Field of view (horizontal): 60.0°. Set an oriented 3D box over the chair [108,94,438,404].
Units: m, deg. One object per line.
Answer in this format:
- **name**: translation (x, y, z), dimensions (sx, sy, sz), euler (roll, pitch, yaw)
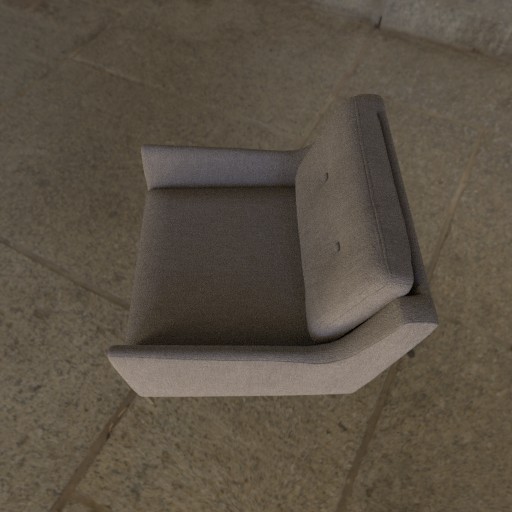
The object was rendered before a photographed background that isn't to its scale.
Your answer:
- **chair**: translation (0.000, 0.000, 1.529), dimensions (0.849, 0.828, 0.847), euler (-1, 58, 0)
